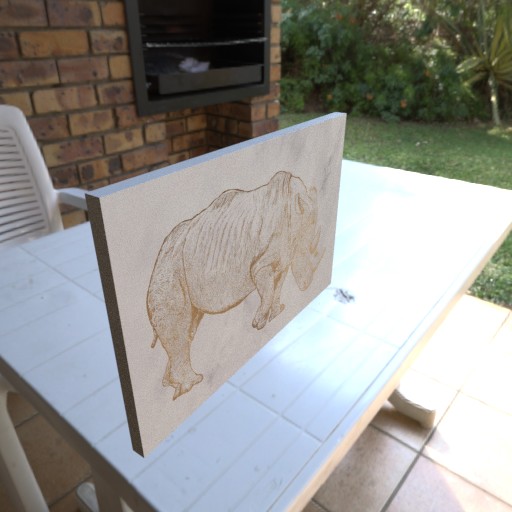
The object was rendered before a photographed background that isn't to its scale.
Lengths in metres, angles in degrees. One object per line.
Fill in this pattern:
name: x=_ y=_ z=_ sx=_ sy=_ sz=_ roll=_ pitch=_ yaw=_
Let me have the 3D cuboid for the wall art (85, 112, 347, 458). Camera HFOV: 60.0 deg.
wall art: x=0.000 y=0.000 z=1.183 sx=0.038 sy=0.610 sz=0.915 roll=18 pitch=33 yaw=31
